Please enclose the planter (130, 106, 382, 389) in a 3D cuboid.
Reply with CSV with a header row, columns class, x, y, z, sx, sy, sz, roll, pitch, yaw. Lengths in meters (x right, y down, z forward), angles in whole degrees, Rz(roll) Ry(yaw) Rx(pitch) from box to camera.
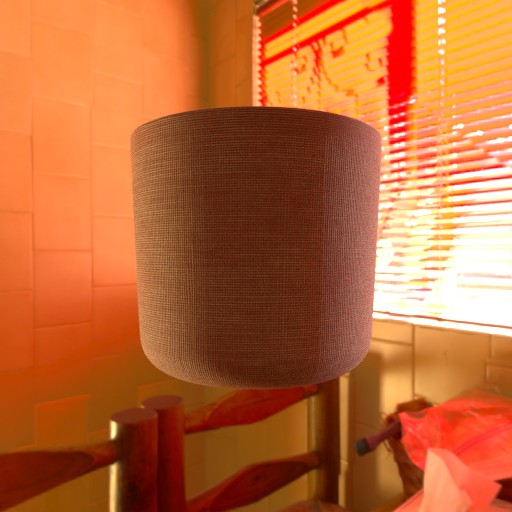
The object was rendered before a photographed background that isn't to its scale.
class,x,y,z,sx,sy,sz,roll,pitch,yaw
planter,0.000,0.000,0.805,0.440,0.398,0.440,0,0,0
